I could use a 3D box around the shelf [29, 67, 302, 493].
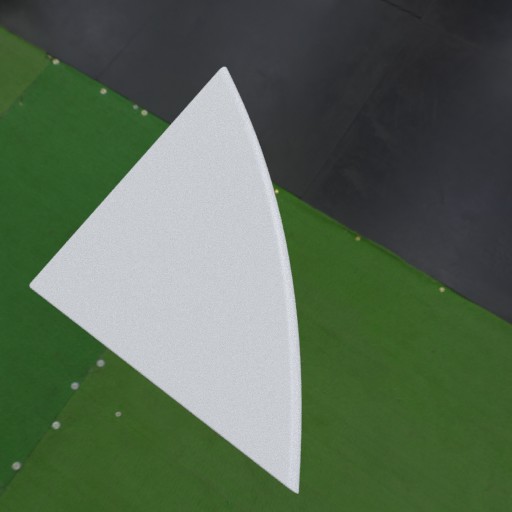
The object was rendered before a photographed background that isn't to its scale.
[{"bbox_3d":[0.000,0.000,0.453,0.310,0.050,0.310,34,77,9],"label":"shelf"}]
